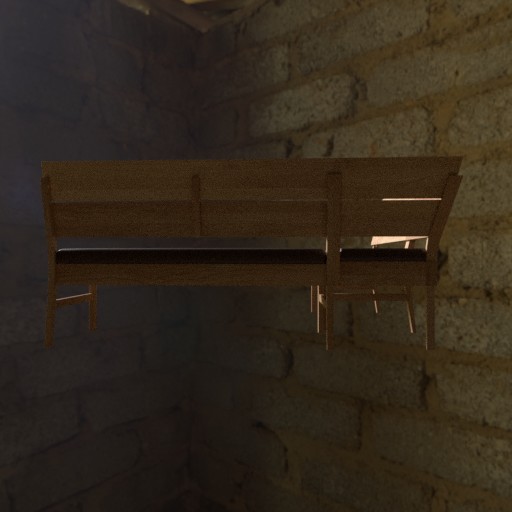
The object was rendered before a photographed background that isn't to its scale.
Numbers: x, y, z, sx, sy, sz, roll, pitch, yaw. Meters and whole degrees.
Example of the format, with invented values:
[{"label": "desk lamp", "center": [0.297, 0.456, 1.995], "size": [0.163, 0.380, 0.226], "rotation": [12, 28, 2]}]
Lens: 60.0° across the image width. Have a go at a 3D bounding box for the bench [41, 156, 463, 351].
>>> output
[{"label": "bench", "center": [0.000, 0.000, 2.793], "size": [1.975, 0.890, 1.549], "rotation": [0, 0, 2]}]
